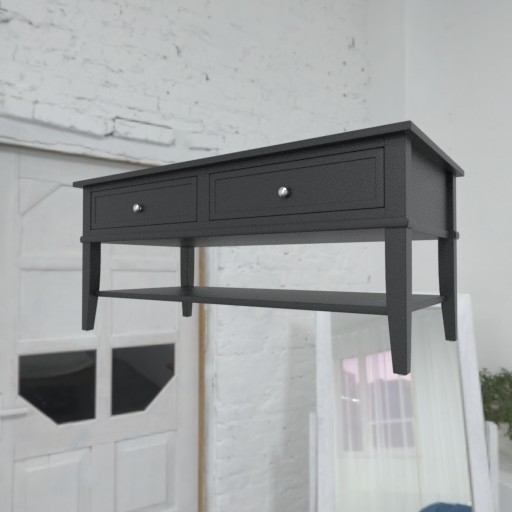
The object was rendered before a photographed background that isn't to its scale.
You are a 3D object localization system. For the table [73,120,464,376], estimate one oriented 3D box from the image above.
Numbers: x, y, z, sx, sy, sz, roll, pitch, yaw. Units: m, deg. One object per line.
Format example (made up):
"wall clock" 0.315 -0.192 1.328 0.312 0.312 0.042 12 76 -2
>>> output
"table" 0.000 0.000 1.307 1.044 0.470 0.523 -1 -1 35
